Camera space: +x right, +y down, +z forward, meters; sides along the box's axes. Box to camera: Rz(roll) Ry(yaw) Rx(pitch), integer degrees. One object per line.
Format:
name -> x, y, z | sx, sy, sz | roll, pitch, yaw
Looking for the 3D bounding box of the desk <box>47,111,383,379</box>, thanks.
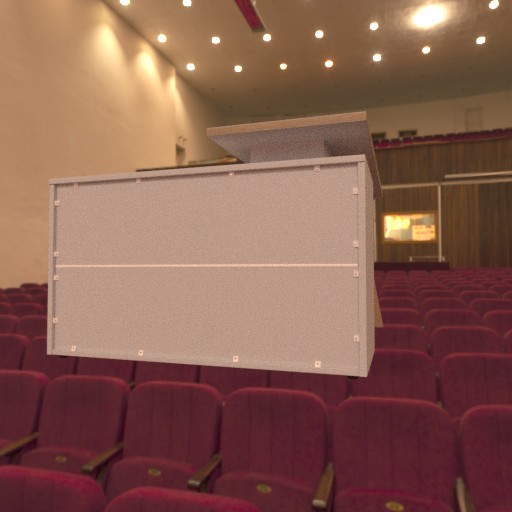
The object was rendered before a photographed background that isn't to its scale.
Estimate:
desk -> 0.000, 0.000, 2.063 | 1.098, 0.755, 1.404 | -1, -2, 18
